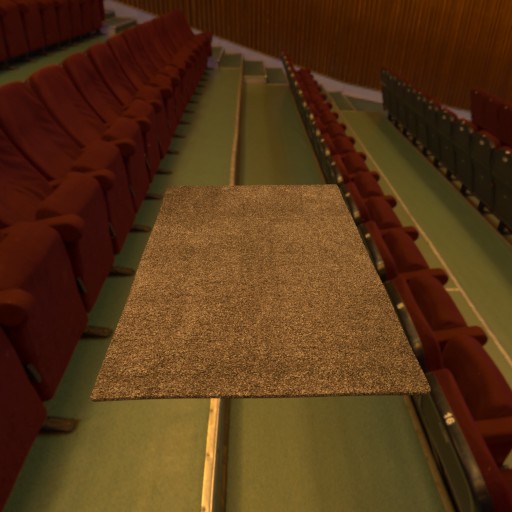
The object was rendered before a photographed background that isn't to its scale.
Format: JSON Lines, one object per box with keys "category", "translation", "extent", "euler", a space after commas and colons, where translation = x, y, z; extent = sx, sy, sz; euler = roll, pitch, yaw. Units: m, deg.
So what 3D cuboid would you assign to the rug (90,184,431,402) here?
{"category": "rug", "translation": [0.000, 0.000, 2.940], "extent": [1.501, 0.025, 2.352], "euler": [-1, 32, -1]}
